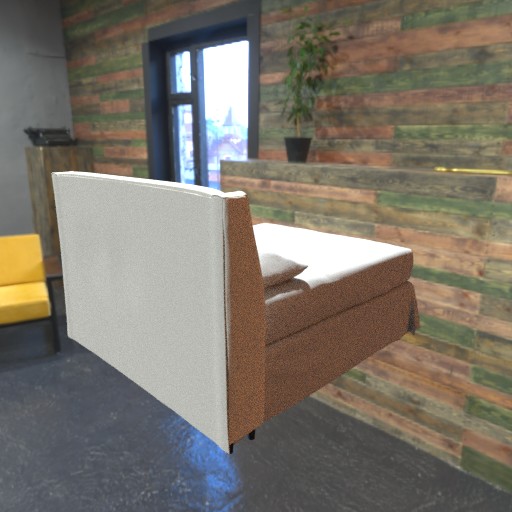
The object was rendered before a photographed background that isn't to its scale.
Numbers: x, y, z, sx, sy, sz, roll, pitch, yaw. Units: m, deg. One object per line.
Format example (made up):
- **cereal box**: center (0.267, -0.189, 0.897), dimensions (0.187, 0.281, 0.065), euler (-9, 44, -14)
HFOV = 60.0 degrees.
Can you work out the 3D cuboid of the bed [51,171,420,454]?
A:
- **bed**: center (0.000, 0.000, 3.436), dimensions (2.276, 1.332, 1.925), euler (-14, 20, -43)
